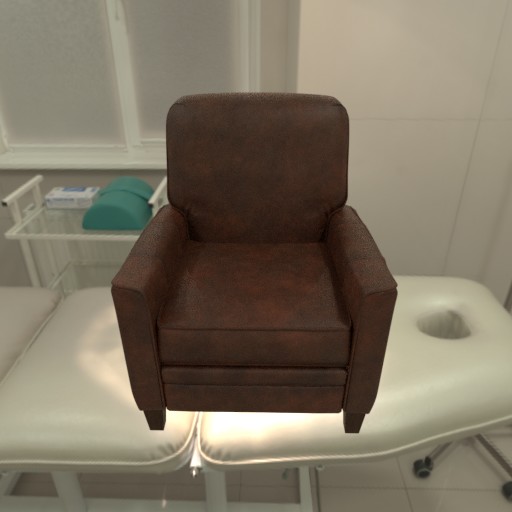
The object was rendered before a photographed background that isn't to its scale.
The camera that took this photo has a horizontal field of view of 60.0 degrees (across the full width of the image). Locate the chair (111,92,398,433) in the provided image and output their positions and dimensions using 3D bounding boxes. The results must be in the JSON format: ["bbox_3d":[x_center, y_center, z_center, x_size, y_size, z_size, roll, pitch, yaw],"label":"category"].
[{"bbox_3d":[0.000,0.000,1.654,0.843,1.043,0.836,1,29,1],"label":"chair"}]
